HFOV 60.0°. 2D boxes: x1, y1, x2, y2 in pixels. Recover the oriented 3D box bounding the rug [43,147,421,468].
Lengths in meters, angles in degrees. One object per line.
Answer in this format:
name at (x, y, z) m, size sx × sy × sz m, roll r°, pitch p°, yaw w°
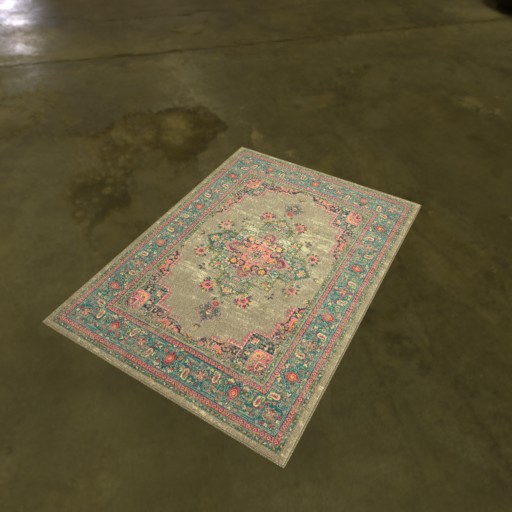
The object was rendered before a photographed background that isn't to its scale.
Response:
rug at (0.000, 0.000, 2.977) m, size 1.609 × 0.013 × 2.214 m, roll 23°, pitch 50°, yaw 21°
